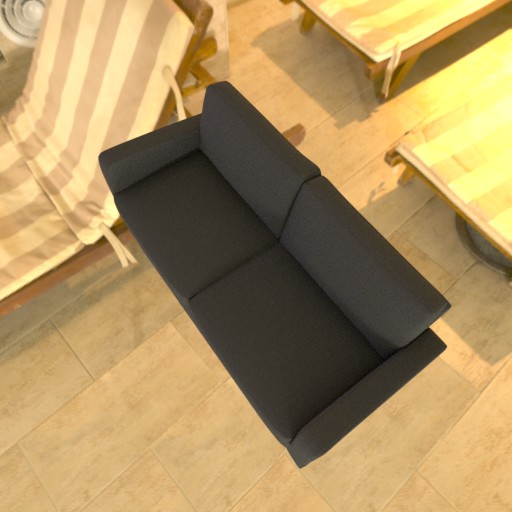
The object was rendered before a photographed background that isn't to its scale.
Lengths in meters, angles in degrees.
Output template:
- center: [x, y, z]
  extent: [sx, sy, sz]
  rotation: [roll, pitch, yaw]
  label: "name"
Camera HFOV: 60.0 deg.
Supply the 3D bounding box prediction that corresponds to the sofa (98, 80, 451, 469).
- center: [0.000, 0.000, 2.306]
  extent: [0.898, 0.839, 1.852]
  rotation: [-33, 67, -16]
  label: "sofa"
